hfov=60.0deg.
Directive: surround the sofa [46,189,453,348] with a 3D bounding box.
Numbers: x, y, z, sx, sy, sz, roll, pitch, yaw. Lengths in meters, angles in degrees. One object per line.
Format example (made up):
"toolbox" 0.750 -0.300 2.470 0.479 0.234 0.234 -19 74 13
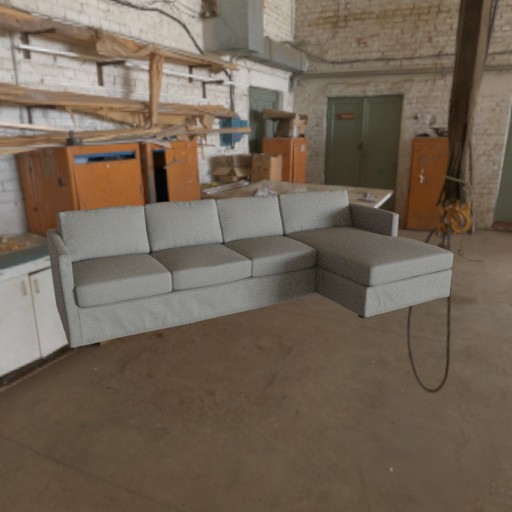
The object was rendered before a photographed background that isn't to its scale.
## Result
"sofa" 0.000 0.000 3.871 3.177 0.867 1.622 -9 18 -28
